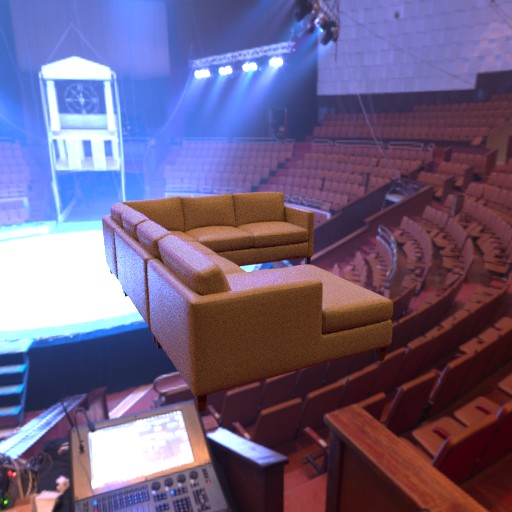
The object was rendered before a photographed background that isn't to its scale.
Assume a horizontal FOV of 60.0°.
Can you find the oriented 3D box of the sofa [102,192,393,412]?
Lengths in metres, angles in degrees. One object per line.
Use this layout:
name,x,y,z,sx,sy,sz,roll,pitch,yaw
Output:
sofa,0.000,0.000,4.636,2.594,0.961,3.460,-7,16,-26
